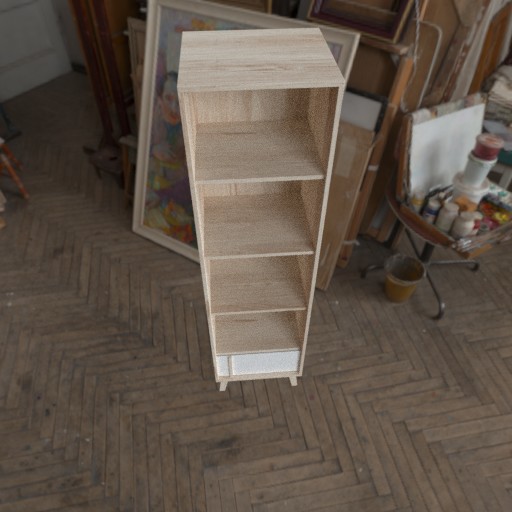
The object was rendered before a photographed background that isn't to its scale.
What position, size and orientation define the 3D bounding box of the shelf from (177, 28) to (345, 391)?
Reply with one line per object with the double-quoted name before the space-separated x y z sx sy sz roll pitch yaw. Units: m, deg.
"shelf" 0.000 0.000 2.198 0.510 1.960 0.450 -3 46 -3
